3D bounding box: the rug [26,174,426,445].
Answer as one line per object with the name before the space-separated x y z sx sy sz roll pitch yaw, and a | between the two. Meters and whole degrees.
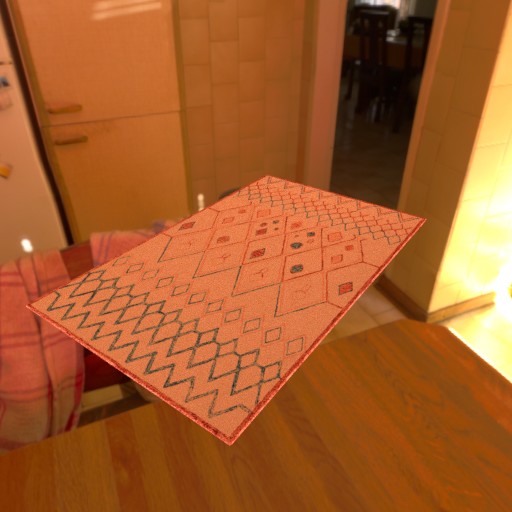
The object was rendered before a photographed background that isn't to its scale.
rug | 0.000 0.000 3.015 1.524 0.015 2.438 22 38 30
